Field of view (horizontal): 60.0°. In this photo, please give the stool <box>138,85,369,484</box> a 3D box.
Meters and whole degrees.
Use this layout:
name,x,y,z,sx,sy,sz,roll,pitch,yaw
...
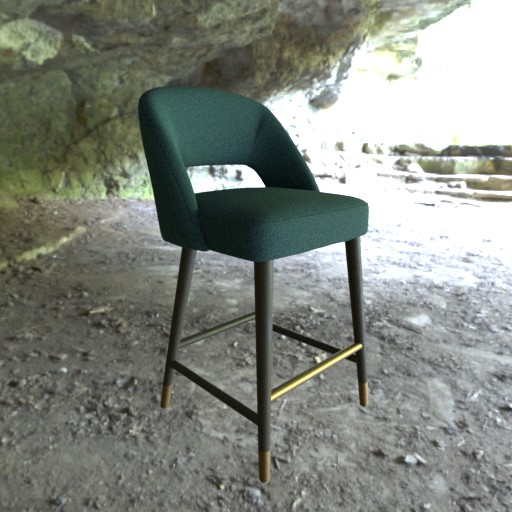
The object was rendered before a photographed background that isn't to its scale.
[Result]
name,x,y,z,sx,sy,sz,roll,pitch,yaw
stool,0.000,0.000,1.257,0.522,0.939,0.536,14,20,43
